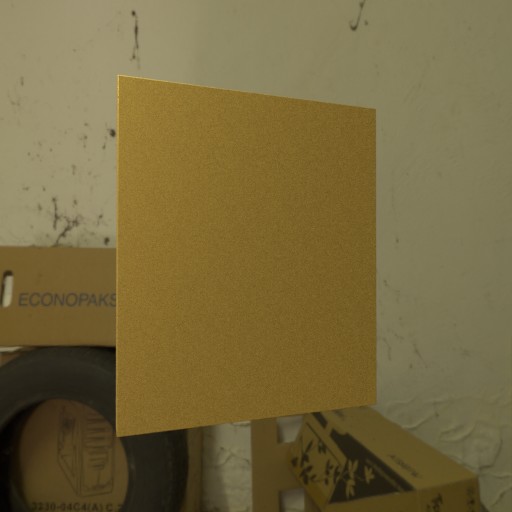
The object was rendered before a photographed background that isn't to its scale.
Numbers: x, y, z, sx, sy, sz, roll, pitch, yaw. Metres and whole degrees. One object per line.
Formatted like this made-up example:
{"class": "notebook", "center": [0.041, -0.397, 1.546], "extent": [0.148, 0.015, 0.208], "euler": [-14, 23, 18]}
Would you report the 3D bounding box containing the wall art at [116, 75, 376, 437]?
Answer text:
{"class": "wall art", "center": [0.000, 0.000, 0.895], "extent": [0.537, 0.642, 0.048], "euler": [0, 0, -19]}
